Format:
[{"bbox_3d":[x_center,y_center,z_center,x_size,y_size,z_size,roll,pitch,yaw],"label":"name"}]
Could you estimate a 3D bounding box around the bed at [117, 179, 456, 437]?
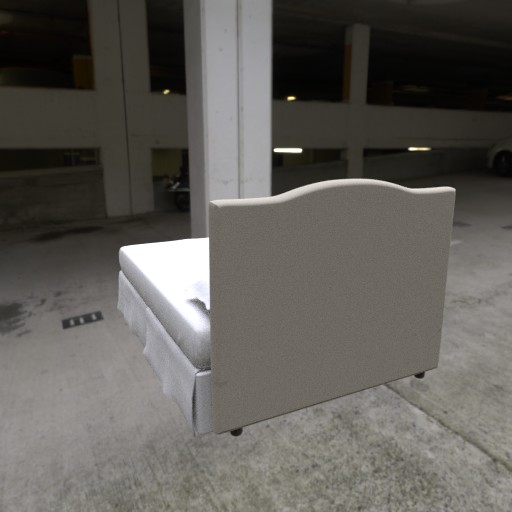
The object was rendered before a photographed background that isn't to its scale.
[{"bbox_3d":[0.000,0.000,3.738,1.977,1.437,2.477,-7,16,-26],"label":"bed"}]
